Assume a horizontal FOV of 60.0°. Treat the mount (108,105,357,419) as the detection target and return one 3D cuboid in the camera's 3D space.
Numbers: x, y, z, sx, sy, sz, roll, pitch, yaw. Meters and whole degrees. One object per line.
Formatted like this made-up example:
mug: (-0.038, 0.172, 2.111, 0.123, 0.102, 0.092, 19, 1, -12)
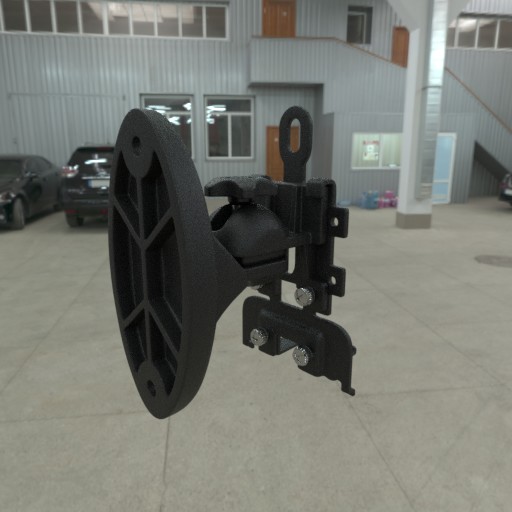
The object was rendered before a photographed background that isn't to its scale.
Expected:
mount: (0.000, 0.000, 0.179, 0.100, 0.118, 0.066, -12, 18, -41)
